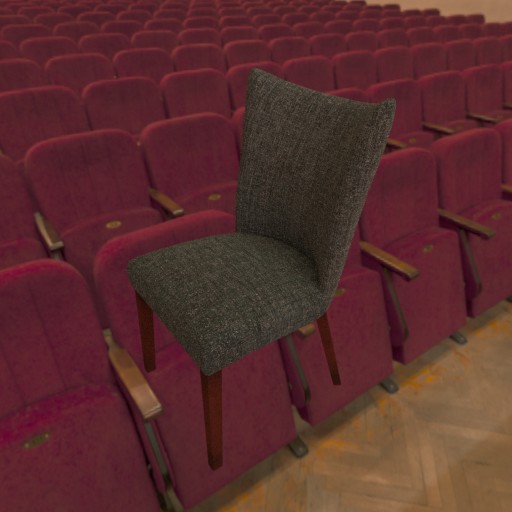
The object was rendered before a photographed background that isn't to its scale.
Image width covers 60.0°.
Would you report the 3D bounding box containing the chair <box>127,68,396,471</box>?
[{"bbox_3d":[0.000,0.000,1.282,0.623,0.924,0.535,-20,36,-30],"label":"chair"}]
